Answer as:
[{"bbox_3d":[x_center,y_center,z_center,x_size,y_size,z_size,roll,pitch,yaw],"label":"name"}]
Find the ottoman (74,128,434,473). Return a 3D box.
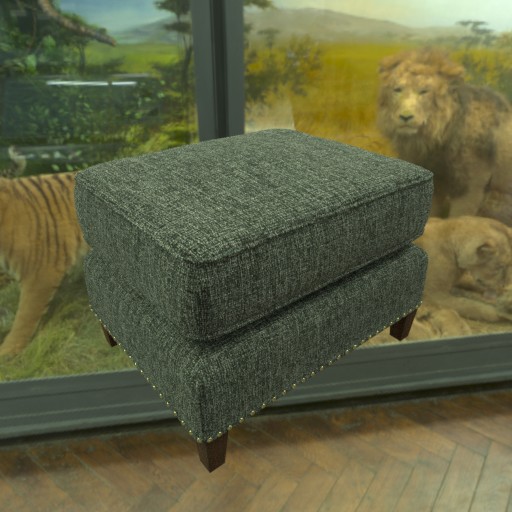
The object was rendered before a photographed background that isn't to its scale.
[{"bbox_3d":[0.000,0.000,1.153,0.738,0.537,0.589,-22,36,-33],"label":"ottoman"}]
